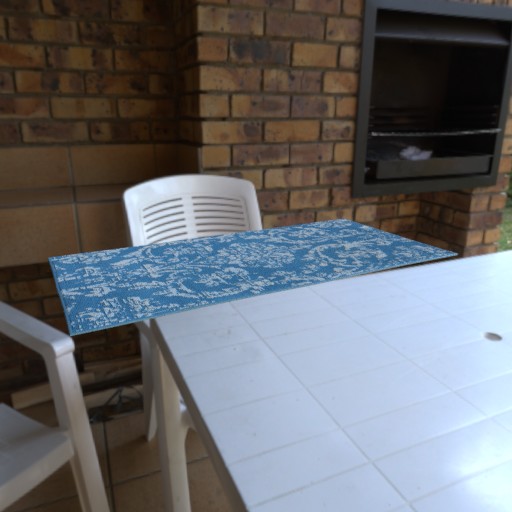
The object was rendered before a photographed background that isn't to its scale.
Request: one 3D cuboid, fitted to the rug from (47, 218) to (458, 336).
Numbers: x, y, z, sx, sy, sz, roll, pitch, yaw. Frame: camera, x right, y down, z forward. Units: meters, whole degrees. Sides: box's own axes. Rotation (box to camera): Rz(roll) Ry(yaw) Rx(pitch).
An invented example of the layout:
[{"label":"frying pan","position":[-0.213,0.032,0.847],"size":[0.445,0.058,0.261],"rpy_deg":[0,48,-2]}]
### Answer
[{"label":"rug","position":[0.000,0.000,1.465],"size":[1.219,0.007,0.604],"rpy_deg":[-9,20,-27]}]
